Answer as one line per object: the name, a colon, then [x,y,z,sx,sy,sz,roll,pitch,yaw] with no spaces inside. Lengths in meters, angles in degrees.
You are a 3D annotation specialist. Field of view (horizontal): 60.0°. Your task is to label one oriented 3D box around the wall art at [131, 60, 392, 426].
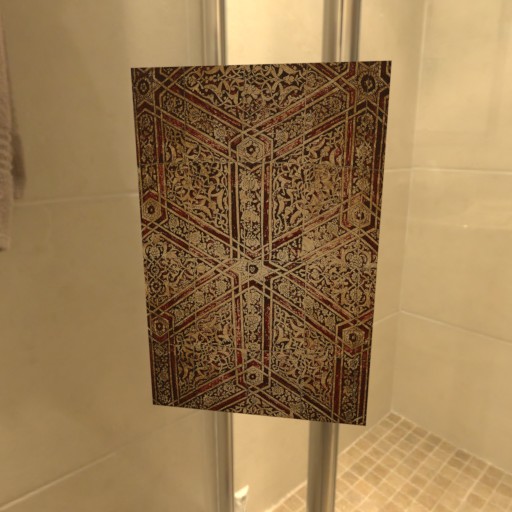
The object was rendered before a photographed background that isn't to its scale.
wall art: [0.000,0.000,0.749,0.397,0.599,0.020,2,15,9]
